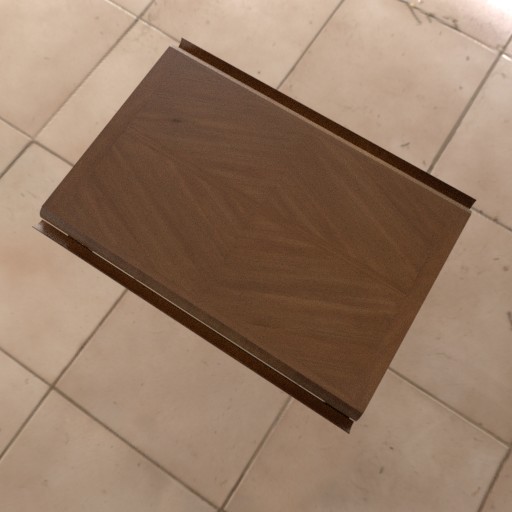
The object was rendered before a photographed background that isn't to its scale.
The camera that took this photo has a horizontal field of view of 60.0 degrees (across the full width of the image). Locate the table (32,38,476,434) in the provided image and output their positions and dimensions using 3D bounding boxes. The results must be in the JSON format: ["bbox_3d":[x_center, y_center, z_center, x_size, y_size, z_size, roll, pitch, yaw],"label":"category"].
[{"bbox_3d":[0.000,0.000,1.641,0.967,0.981,0.701,32,78,8],"label":"table"}]
